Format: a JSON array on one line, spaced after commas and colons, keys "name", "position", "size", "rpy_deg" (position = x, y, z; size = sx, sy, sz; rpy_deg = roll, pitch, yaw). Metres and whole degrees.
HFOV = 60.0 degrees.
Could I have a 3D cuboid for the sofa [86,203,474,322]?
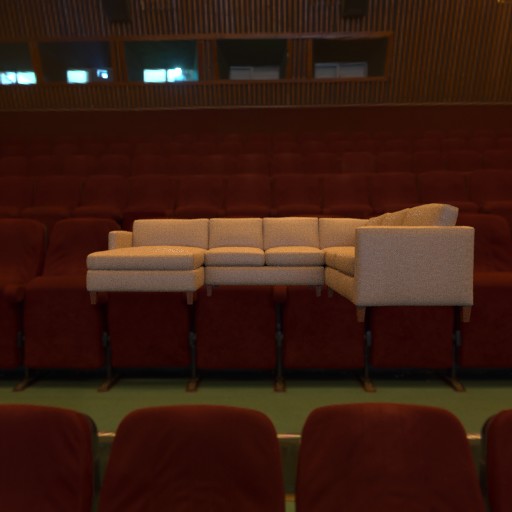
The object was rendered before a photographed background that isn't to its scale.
[{"name": "sofa", "position": [0.000, 0.000, 4.724], "size": [3.460, 0.961, 2.594], "rpy_deg": [0, 2, 1]}]
